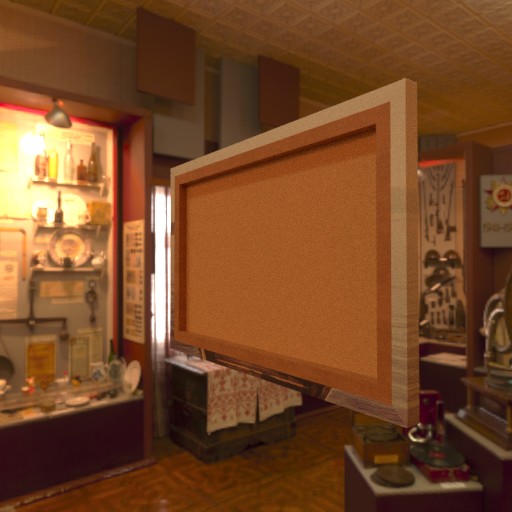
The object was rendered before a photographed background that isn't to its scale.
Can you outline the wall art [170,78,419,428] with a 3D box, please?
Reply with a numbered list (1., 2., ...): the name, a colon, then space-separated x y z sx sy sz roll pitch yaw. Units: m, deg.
1. wall art: 0.000 0.000 1.145 0.037 0.609 0.916 1 -1 -37
